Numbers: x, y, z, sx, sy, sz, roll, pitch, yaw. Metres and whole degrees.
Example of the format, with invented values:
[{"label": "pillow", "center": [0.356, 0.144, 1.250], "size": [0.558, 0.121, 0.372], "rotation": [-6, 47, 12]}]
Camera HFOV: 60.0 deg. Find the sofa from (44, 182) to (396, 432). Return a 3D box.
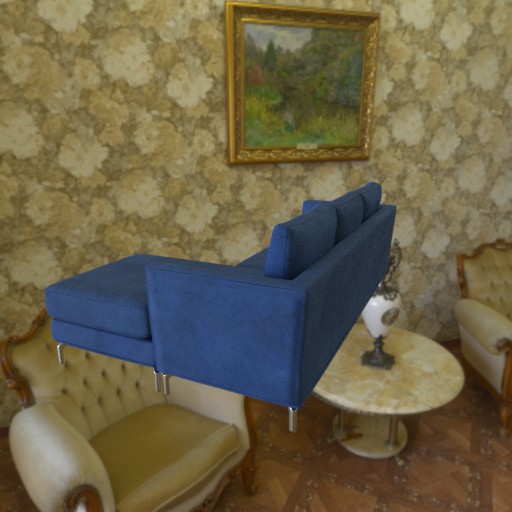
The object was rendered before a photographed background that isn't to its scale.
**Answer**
[{"label": "sofa", "center": [0.000, 0.000, 3.271], "size": [1.622, 0.987, 2.438], "rotation": [7, 17, 24]}]
